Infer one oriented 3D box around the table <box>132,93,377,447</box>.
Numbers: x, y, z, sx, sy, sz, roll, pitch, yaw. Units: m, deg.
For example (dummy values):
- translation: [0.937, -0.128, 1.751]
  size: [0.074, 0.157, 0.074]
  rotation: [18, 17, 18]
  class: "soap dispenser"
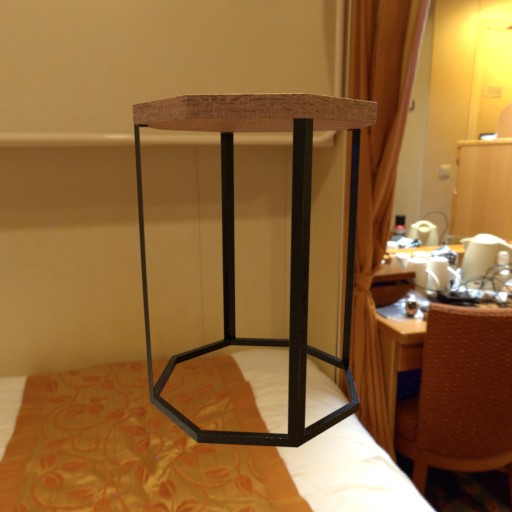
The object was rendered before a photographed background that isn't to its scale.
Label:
- translation: [0.000, 0.000, 0.871]
  size: [0.437, 0.553, 0.437]
  rotation: [6, 14, 26]
  class: "table"
